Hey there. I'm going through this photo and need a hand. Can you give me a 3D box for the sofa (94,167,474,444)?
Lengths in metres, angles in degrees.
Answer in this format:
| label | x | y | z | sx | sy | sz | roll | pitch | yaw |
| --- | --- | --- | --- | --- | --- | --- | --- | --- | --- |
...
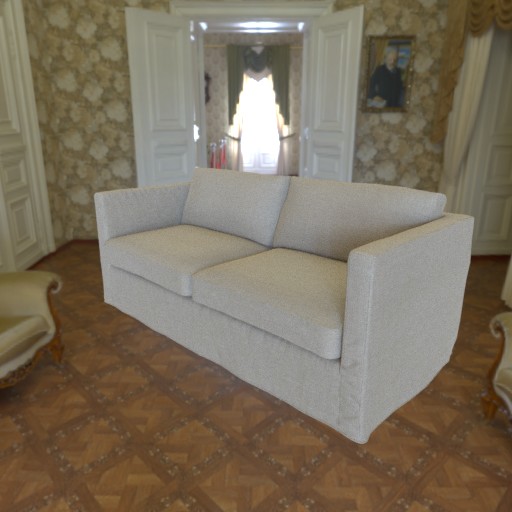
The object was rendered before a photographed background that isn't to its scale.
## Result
| label | x | y | z | sx | sy | sz | roll | pitch | yaw |
| --- | --- | --- | --- | --- | --- | --- | --- | --- | --- |
| sofa | 0.000 | 0.000 | 2.477 | 1.987 | 0.847 | 0.956 | 16 | 23 | 42 |
